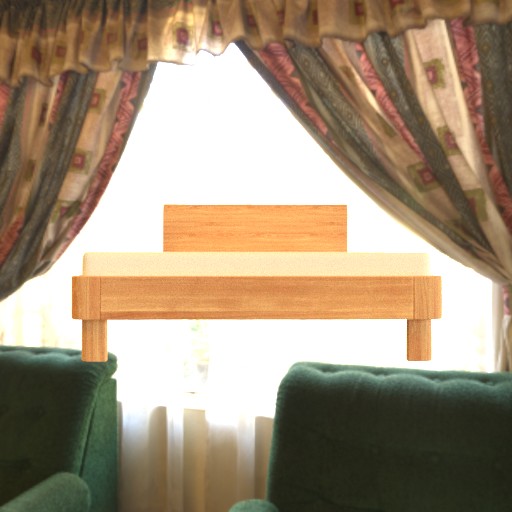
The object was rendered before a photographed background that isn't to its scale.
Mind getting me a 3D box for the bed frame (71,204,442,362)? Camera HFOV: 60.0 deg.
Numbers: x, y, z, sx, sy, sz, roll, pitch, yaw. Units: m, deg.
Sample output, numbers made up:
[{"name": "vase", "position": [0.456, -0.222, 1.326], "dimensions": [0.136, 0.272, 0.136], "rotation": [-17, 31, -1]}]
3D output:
[{"name": "bed frame", "position": [0.000, 0.000, 2.968], "dimensions": [1.660, 0.940, 2.092], "rotation": [0, 0, 0]}]
